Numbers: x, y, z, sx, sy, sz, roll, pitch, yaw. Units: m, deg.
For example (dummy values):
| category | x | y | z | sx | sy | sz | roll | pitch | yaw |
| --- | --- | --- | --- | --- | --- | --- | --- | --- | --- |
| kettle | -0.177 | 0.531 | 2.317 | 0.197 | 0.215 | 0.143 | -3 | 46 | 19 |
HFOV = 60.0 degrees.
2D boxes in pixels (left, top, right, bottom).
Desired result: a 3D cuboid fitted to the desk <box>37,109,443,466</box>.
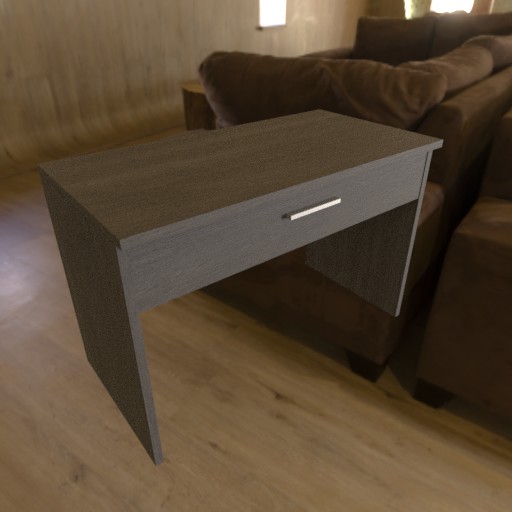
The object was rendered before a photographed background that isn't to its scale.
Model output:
| category | x | y | z | sx | sy | sz | roll | pitch | yaw |
| --- | --- | --- | --- | --- | --- | --- | --- | --- | --- |
| desk | 0.000 | 0.000 | 1.510 | 1.099 | 0.729 | 0.557 | -22 | 37 | -32 |
